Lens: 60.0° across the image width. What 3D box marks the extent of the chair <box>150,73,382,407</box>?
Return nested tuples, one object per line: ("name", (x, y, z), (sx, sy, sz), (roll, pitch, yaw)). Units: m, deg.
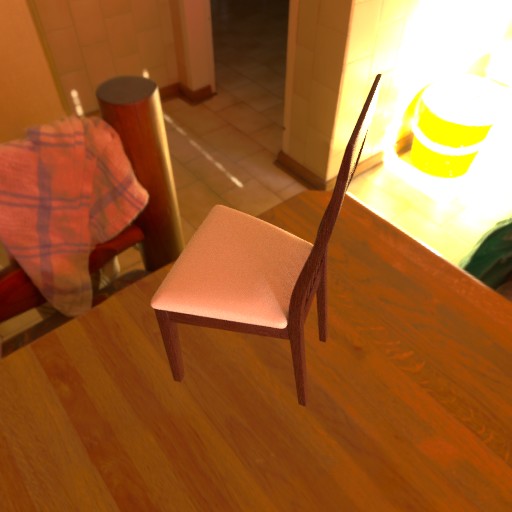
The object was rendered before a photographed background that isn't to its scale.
("chair", (0.000, 0.000, 1.284), (0.474, 1.027, 0.460), (15, 49, 14))
